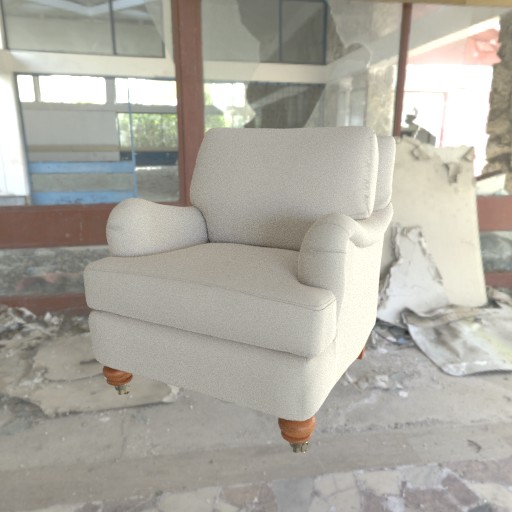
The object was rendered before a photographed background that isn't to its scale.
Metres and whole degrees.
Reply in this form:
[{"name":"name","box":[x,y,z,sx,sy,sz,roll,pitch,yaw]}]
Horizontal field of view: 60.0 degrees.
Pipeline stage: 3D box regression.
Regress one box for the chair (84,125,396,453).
[{"name":"chair","box":[0.000,0.000,1.832,0.955,1.038,1.070,7,17,26]}]
